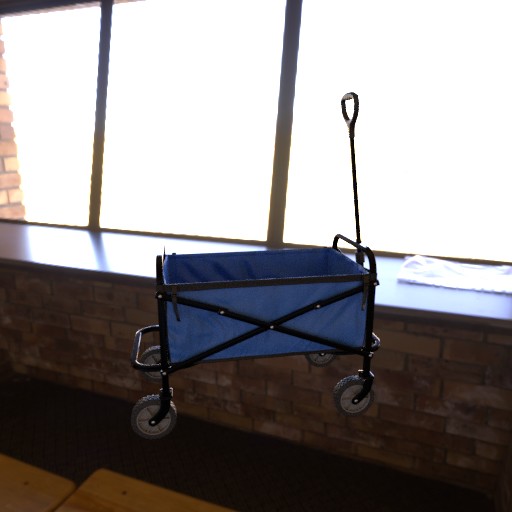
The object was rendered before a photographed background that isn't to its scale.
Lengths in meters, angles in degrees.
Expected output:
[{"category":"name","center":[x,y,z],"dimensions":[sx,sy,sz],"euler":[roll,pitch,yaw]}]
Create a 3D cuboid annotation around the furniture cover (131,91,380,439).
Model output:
[{"category":"furniture cover","center":[0.000,0.000,1.835],"dimensions":[1.038,1.295,0.532],"euler":[-3,15,-10]}]
